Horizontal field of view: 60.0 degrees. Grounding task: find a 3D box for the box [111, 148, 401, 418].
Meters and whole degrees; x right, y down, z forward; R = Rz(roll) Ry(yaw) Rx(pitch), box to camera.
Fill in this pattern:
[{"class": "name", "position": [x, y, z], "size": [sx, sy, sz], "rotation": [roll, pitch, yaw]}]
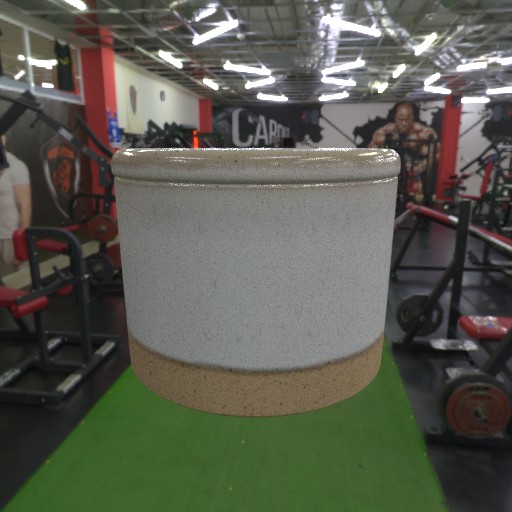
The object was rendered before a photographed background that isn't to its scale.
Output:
[{"class": "box", "position": [0.000, 0.000, 0.260], "size": [0.154, 0.123, 0.154], "rotation": [0, 14, 0]}]
